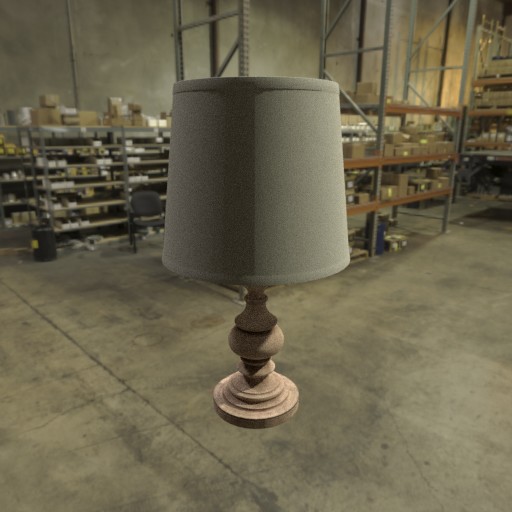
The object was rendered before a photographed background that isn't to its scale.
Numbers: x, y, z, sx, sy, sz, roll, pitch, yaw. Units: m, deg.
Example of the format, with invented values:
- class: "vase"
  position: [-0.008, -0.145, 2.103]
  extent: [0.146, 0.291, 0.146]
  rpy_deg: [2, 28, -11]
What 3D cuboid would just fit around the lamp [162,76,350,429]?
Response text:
- class: "lamp"
  position: [0.000, 0.000, 0.657]
  extent: [0.273, 0.497, 0.273]
  rpy_deg: [0, 16, 0]
